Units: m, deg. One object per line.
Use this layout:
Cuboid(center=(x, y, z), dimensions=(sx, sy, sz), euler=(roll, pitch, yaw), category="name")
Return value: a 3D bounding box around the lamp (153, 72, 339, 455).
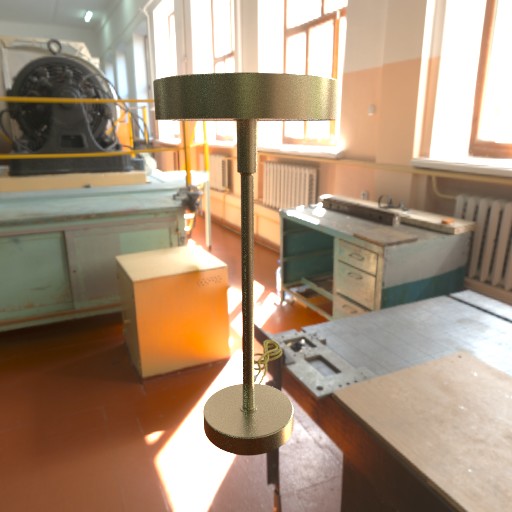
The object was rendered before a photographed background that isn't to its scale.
Cuboid(center=(0.000, 0.000, 0.690), dimensions=(0.229, 0.508, 0.369), euler=(3, 16, 9), category="lamp")
